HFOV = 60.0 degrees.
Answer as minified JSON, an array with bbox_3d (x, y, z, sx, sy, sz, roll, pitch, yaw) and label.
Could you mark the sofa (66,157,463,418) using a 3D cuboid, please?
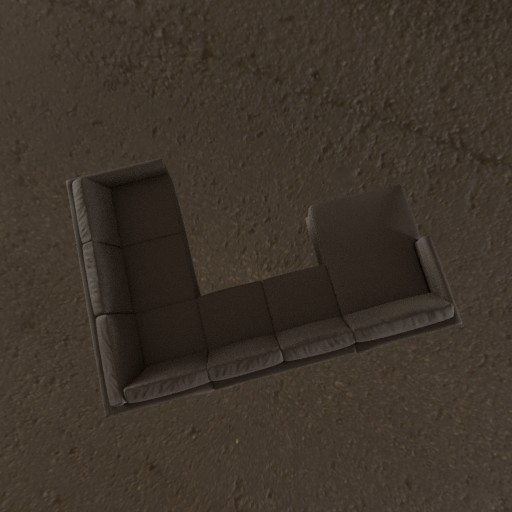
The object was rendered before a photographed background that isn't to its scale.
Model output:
[{"bbox_3d":[0.000,0.000,4.658,3.528,0.878,2.476,-14,77,-3],"label":"sofa"}]
